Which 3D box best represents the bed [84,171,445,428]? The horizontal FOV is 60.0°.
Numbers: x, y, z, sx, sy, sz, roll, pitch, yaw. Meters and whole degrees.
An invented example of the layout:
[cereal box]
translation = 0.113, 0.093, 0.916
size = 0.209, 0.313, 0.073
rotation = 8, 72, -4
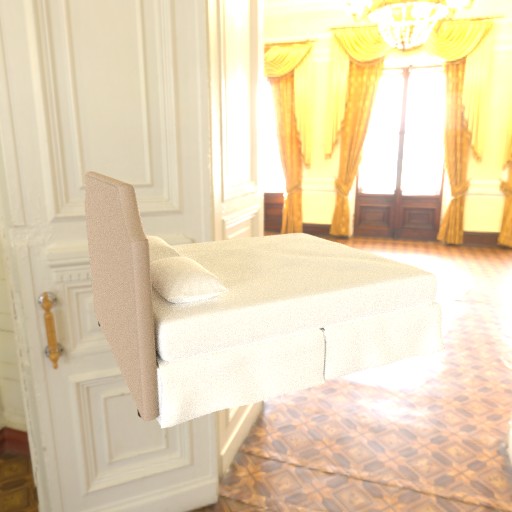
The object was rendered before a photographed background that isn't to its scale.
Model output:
[bed]
translation = 0.000, 0.000, 4.259
size = 2.773, 1.590, 2.350
rotation = -7, 16, -26
